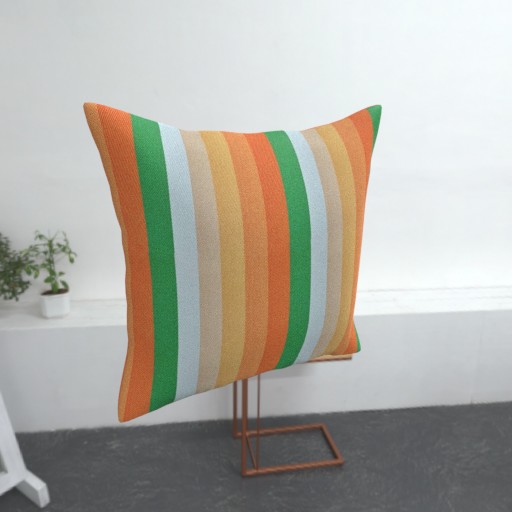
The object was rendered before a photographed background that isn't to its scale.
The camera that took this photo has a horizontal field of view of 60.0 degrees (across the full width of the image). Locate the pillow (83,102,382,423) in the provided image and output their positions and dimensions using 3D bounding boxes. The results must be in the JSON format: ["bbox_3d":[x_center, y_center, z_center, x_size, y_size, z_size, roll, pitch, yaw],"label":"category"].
[{"bbox_3d":[0.000,0.000,0.680,0.453,0.444,0.169,-9,20,-26],"label":"pillow"}]
